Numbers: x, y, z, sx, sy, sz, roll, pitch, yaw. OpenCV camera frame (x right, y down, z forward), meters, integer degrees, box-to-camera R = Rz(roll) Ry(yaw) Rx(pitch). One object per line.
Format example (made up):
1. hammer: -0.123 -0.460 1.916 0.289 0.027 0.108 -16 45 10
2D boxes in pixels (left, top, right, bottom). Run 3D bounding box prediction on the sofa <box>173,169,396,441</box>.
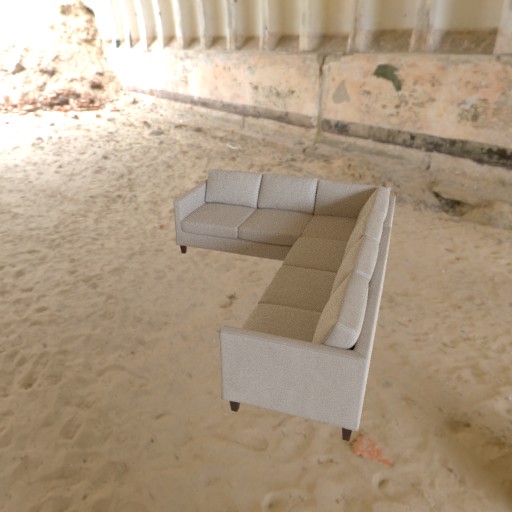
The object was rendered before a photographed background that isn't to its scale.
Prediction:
1. sofa: 0.000 0.000 4.329 2.432 0.863 3.182 9 27 17
